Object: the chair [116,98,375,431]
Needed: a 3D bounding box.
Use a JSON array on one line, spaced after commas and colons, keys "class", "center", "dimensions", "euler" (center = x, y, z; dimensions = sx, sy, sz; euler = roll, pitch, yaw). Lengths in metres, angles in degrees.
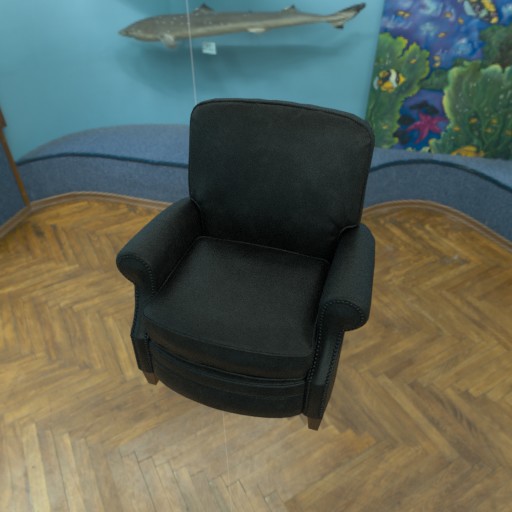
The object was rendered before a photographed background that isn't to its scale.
[{"class": "chair", "center": [0.000, 0.000, 1.786], "dimensions": [0.936, 1.018, 0.986], "euler": [11, 41, 13]}]
